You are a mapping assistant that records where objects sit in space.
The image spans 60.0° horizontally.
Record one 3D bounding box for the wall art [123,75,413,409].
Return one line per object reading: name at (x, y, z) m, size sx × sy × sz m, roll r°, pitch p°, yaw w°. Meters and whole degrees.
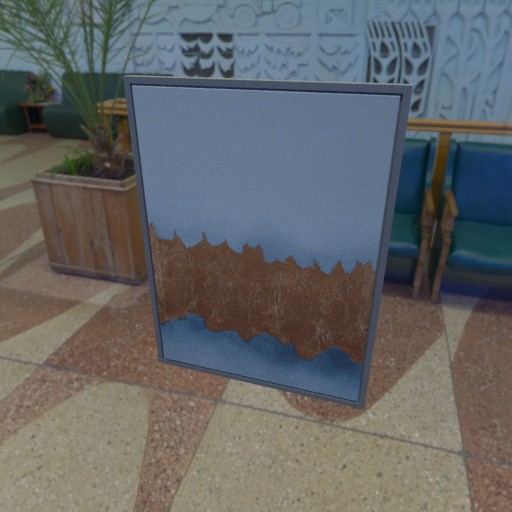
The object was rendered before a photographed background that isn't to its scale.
wall art at (0.000, 0.000, 1.405) m, size 0.789 × 1.042 × 0.034 m, roll 8°, pitch 28°, yaw 16°
